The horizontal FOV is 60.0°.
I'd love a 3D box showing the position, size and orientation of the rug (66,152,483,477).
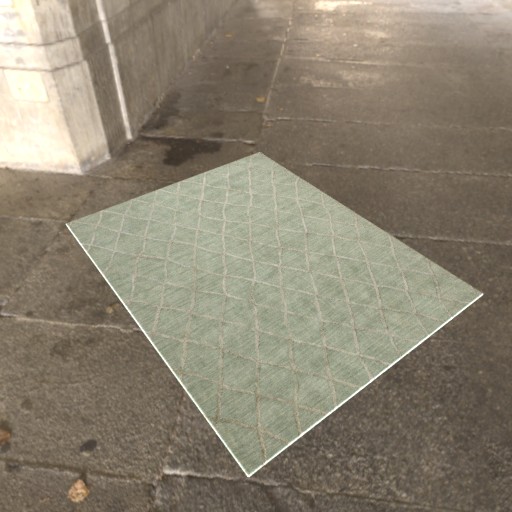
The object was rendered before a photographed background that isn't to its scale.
[{"bbox_3d":[0.000,0.000,4.027,2.420,0.019,3.039,-27,48,-27],"label":"rug"}]
